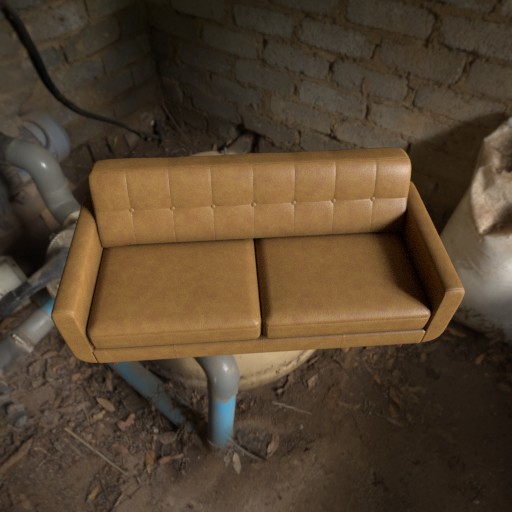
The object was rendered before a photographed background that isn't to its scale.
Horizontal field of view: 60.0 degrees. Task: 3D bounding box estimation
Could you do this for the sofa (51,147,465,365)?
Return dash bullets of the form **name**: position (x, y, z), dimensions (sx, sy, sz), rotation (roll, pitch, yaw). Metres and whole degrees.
- **sofa**: position (0.000, 0.000, 2.687), dimensions (2.137, 0.892, 0.980), rotation (-3, 48, -3)
